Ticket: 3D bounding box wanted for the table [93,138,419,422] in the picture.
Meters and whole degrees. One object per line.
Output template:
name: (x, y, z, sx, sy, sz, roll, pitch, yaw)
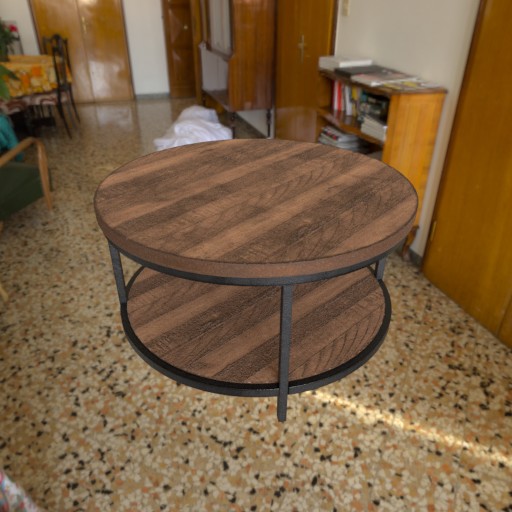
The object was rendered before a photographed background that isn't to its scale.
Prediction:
table: (0.000, 0.000, 1.314, 0.837, 0.462, 0.837, 0, 31, 0)
